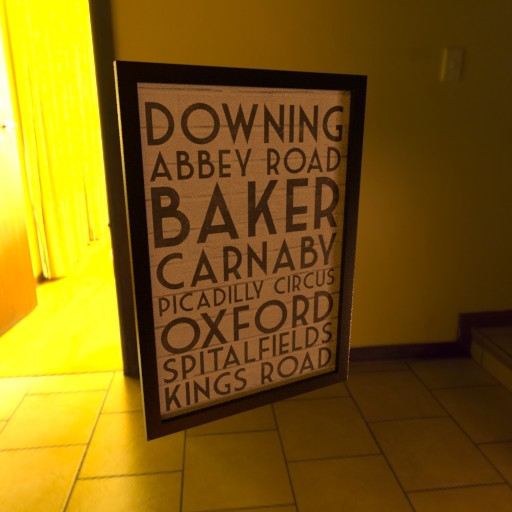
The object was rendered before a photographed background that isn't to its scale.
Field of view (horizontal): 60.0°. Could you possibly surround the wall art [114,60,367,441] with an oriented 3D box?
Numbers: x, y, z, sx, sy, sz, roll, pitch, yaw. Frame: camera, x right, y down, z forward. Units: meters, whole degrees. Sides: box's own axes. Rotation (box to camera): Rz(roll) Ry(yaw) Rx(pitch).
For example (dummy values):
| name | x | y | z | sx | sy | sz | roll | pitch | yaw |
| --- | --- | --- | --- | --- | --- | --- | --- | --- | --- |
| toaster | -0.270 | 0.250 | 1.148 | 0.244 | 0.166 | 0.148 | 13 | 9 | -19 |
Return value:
| name | x | y | z | sx | sy | sz | roll | pitch | yaw |
| --- | --- | --- | --- | --- | --- | --- | --- | --- | --- |
| wall art | 0.000 | 0.000 | 0.553 | 0.304 | 0.432 | 0.013 | -8 | 18 | -25 |
